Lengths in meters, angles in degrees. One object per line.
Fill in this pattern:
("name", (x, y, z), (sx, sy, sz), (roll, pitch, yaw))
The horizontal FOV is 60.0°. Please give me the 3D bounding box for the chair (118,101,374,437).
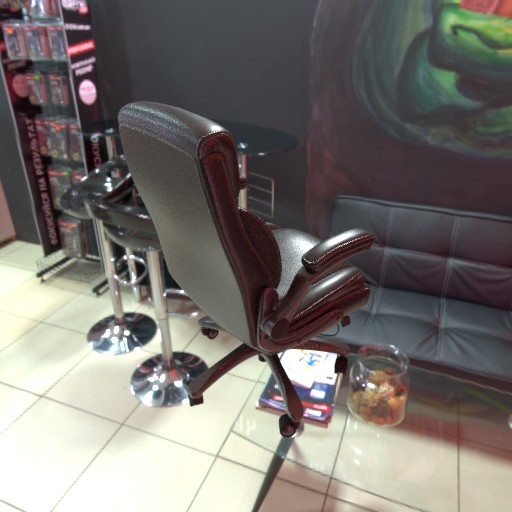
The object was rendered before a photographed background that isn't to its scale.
("chair", (0.000, 0.000, 1.637), (0.724, 1.110, 0.782), (-18, 33, -31))
